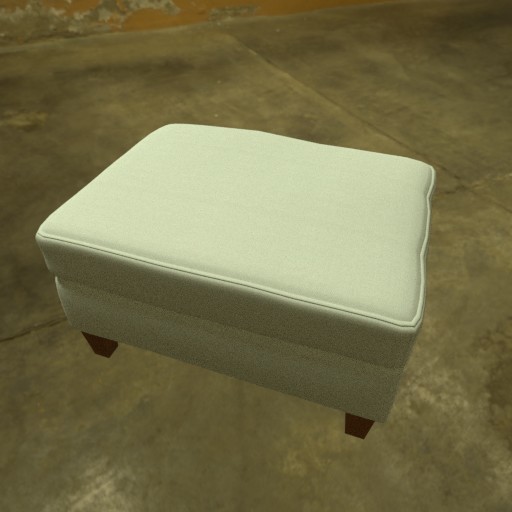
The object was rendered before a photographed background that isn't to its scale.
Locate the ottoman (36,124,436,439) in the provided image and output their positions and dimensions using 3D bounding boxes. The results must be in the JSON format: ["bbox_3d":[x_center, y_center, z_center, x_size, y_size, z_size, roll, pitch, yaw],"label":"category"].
[{"bbox_3d":[0.000,0.000,1.186,0.818,0.496,0.634,13,42,15],"label":"ottoman"}]
